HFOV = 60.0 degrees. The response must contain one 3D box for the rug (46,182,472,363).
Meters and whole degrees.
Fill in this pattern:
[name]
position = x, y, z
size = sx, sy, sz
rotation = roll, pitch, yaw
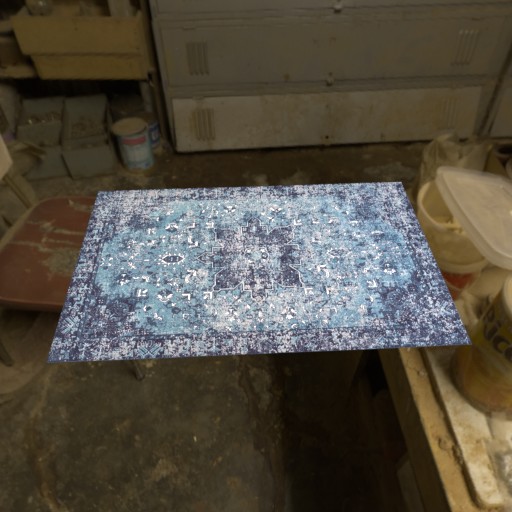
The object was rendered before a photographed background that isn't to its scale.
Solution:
[rug]
position = 0.000, 0.000, 3.050
size = 2.440, 0.007, 1.525
rotation = -2, 47, -2
